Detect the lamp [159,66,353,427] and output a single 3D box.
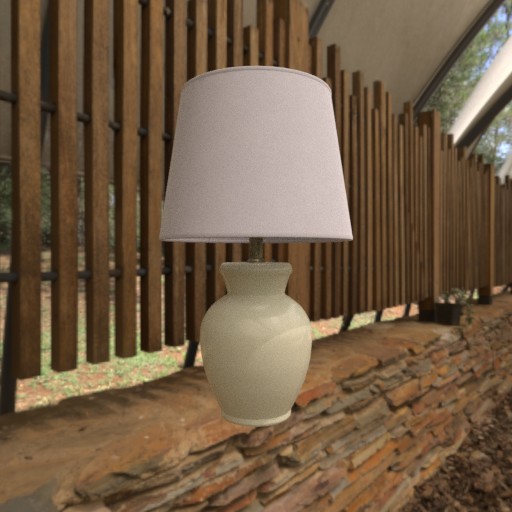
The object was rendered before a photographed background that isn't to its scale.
[{"bbox_3d":[0.000,0.000,0.559,0.239,0.399,0.239,0,0,0],"label":"lamp"}]
